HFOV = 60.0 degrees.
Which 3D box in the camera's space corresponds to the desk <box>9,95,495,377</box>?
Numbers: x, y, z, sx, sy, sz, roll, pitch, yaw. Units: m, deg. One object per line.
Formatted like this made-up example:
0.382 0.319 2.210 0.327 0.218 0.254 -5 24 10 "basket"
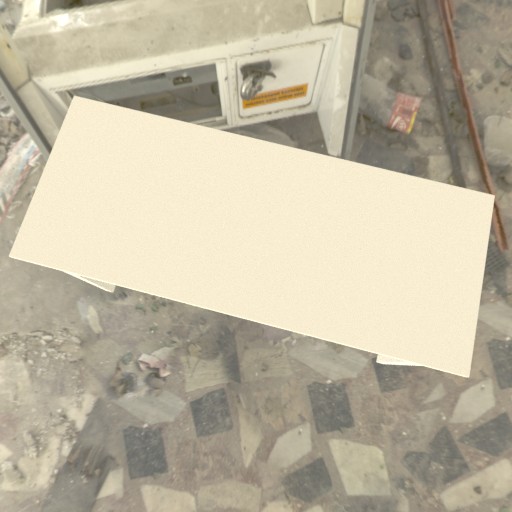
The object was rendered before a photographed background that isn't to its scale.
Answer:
0.000 0.000 1.714 1.372 0.774 0.559 14 77 3 "desk"
